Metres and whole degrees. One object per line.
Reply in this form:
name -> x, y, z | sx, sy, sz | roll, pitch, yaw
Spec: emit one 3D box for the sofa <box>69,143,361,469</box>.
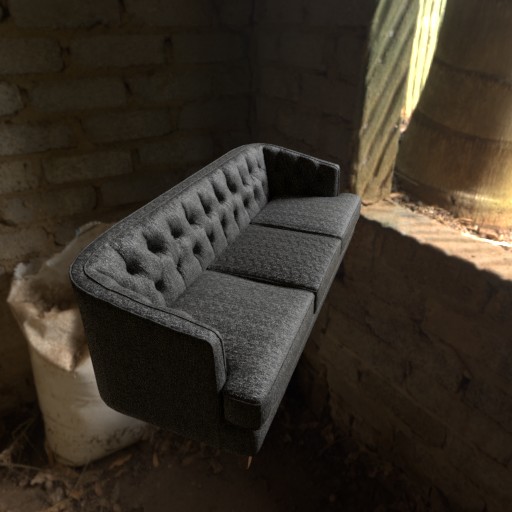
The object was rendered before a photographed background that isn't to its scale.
sofa -> 0.000, 0.000, 2.693 | 0.941, 0.855, 2.278 | 10, 31, 18
